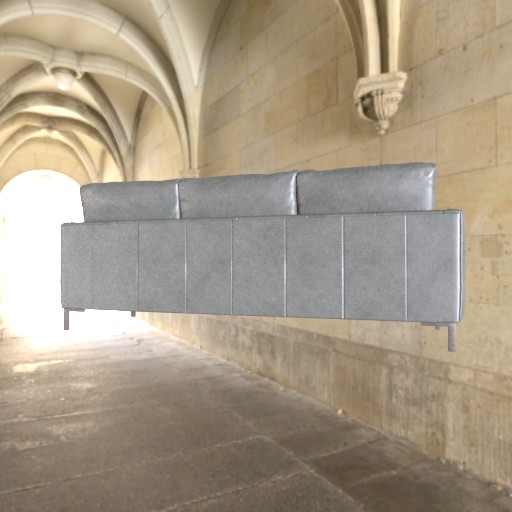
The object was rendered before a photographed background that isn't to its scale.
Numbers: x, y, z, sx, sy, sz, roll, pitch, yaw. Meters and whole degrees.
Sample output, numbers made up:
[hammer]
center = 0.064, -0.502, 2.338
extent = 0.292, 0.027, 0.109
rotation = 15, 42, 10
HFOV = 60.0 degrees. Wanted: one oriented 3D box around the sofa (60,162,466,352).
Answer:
[sofa]
center = 0.000, 0.000, 2.443
extent = 2.029, 0.805, 0.748
rotation = 0, -1, 17
